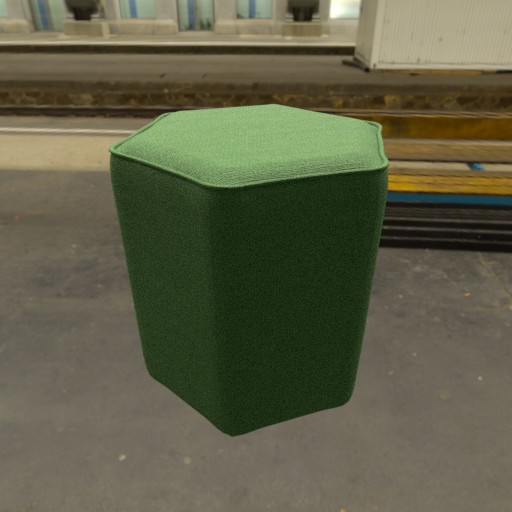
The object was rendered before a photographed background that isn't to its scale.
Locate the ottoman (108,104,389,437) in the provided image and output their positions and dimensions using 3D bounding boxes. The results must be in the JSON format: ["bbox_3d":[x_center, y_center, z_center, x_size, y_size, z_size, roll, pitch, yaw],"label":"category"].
[{"bbox_3d":[0.000,0.000,0.888,0.499,0.507,0.444,-10,32,-16],"label":"ottoman"}]
